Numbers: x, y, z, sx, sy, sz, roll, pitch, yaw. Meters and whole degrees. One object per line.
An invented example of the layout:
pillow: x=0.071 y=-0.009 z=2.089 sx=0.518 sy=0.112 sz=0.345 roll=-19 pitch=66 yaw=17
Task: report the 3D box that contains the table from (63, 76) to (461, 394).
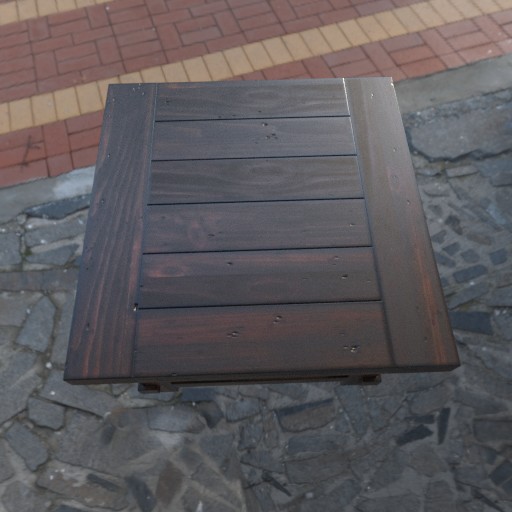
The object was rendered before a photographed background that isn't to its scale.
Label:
table: x=0.000 y=0.000 z=0.987 sx=0.593 sy=0.437 sz=0.606 roll=-2 pitch=64 yaw=-1
